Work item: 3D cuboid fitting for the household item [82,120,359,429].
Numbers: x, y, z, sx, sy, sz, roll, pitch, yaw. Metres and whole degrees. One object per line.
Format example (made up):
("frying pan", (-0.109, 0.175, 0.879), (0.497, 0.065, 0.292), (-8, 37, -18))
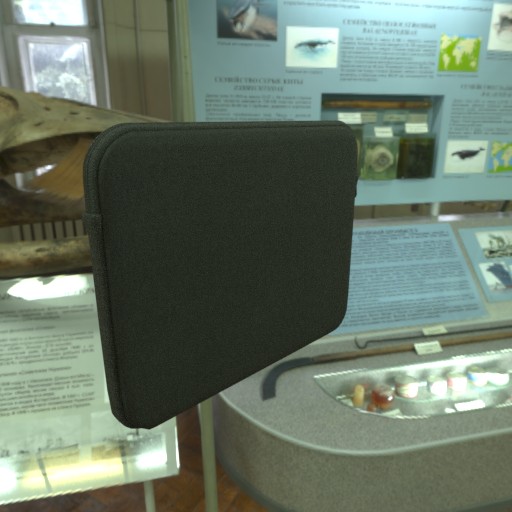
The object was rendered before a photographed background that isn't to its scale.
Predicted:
("household item", (0.000, 0.000, 0.524), (0.396, 0.305, 0.030), (-16, 24, -42))
